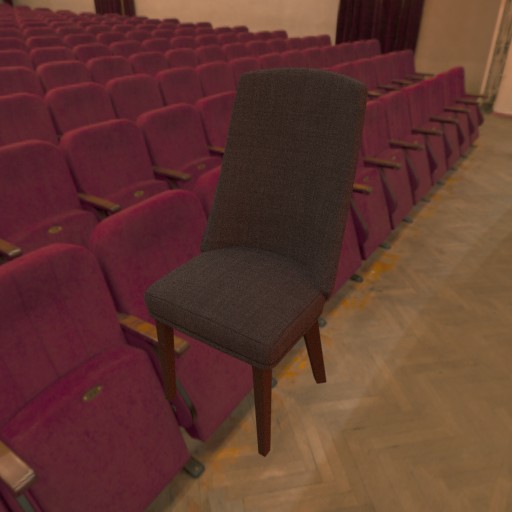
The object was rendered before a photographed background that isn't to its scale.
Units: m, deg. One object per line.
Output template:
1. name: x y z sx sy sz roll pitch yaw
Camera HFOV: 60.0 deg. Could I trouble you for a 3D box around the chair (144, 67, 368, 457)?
1. chair: 0.000 0.000 1.400 0.510 1.050 0.577 18 34 29
